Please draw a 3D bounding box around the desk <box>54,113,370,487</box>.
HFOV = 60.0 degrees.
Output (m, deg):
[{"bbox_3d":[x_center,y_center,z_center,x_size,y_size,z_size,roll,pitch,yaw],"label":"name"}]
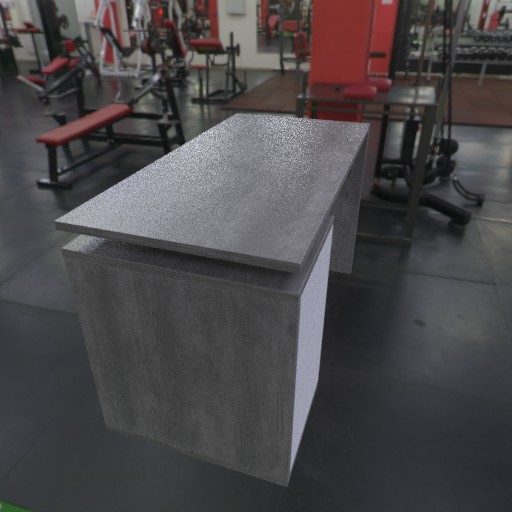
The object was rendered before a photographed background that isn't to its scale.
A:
[{"bbox_3d":[0.000,0.000,1.642,0.600,0.740,1.200,10,32,16],"label":"desk"}]
